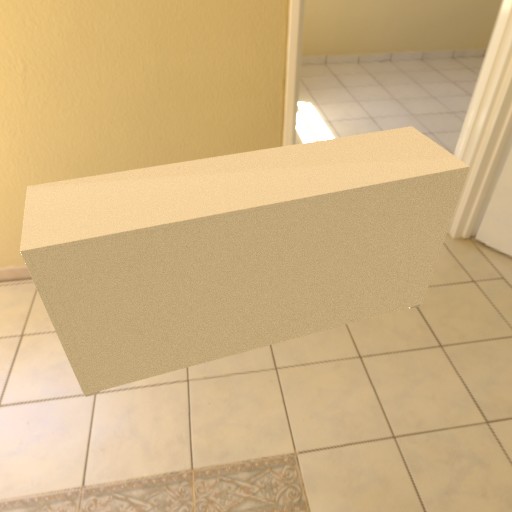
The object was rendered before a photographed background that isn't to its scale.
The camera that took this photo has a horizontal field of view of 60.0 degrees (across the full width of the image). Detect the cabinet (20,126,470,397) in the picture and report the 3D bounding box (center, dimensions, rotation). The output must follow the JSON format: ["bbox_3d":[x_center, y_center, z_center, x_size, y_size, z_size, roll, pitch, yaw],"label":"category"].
[{"bbox_3d":[0.000,0.000,1.952,1.650,0.800,0.400,-12,42,-14],"label":"cabinet"}]
